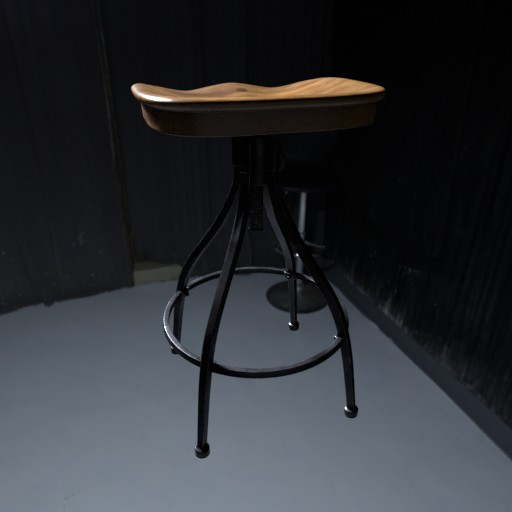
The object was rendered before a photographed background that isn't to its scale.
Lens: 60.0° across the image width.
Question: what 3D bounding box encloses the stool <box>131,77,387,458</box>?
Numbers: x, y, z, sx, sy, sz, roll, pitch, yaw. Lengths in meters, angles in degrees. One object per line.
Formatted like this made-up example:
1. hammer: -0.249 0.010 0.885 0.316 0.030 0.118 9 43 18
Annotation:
1. stool: 0.000 0.000 0.956 0.432 0.694 0.424 -8 28 -16
